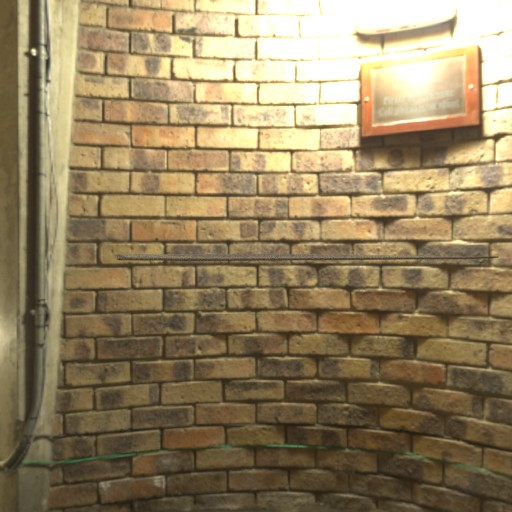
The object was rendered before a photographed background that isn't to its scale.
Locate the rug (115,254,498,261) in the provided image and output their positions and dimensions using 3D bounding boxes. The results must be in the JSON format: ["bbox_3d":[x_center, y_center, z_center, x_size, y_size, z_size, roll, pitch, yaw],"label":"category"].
[{"bbox_3d":[0.000,0.000,4.051,2.451,0.026,3.069,0,1,-18],"label":"rug"}]
